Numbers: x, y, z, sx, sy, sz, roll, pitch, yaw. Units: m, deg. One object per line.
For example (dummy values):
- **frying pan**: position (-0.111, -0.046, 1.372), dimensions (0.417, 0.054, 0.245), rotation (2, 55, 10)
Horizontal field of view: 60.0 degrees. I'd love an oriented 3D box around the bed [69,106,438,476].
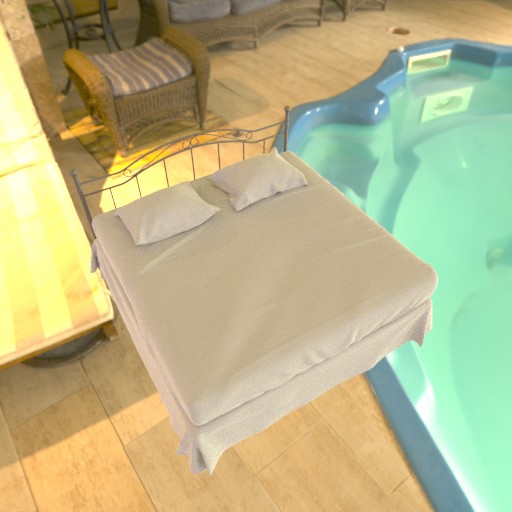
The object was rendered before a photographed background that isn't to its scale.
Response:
- **bed**: position (0.000, 0.000, 3.494), dimensions (2.309, 1.080, 2.220), rotation (-23, 50, -21)
